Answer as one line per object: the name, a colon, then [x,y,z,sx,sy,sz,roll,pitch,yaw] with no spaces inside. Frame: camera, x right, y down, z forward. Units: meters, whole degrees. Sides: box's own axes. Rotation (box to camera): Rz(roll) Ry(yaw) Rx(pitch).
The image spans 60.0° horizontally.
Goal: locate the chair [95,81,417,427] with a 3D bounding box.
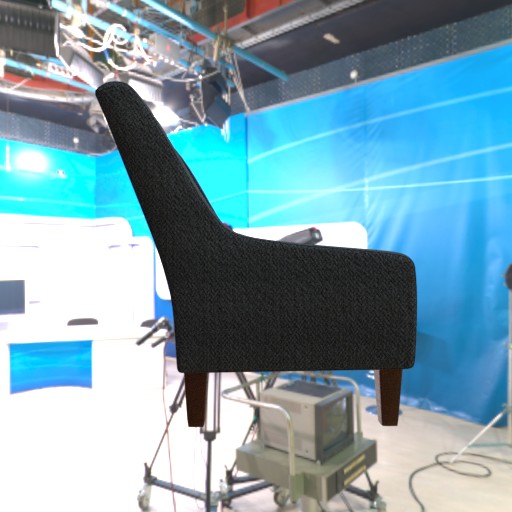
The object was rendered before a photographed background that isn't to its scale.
chair: [0.000,0.000,1.660,0.944,1.012,0.793,0,0,-1]
